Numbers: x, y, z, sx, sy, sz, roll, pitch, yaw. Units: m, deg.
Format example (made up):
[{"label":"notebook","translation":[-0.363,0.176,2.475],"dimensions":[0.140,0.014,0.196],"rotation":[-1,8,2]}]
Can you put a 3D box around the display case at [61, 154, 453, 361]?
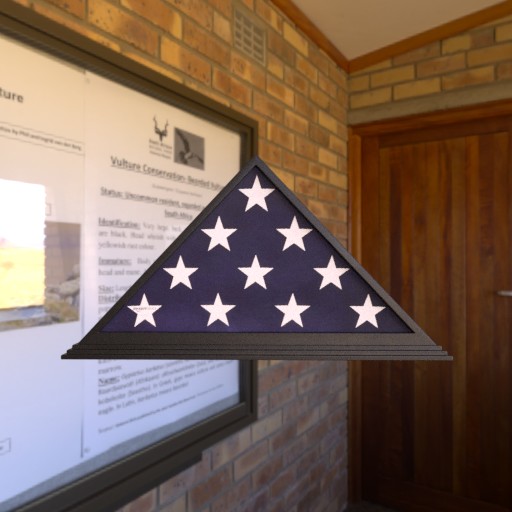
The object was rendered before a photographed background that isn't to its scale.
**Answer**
[{"label":"display case","translation":[0.000,0.000,0.772],"dimensions":[0.640,0.340,0.095],"rotation":[0,0,1]}]
